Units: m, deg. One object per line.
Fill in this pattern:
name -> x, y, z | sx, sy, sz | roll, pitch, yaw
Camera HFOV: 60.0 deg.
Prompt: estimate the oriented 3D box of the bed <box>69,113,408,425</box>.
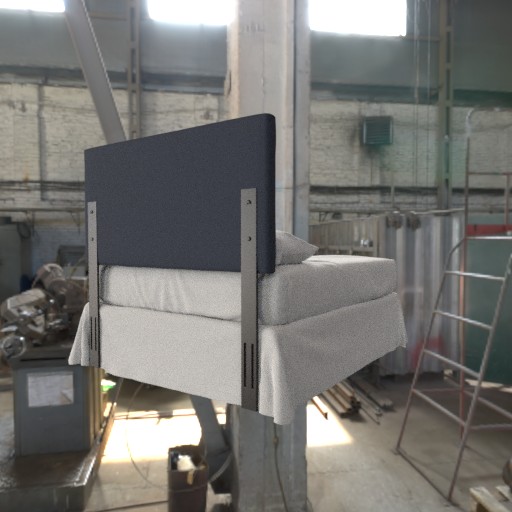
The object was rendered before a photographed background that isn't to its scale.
bed -> 0.000, 0.000, 3.595 | 1.936, 1.577, 2.222 | 1, 3, 36
